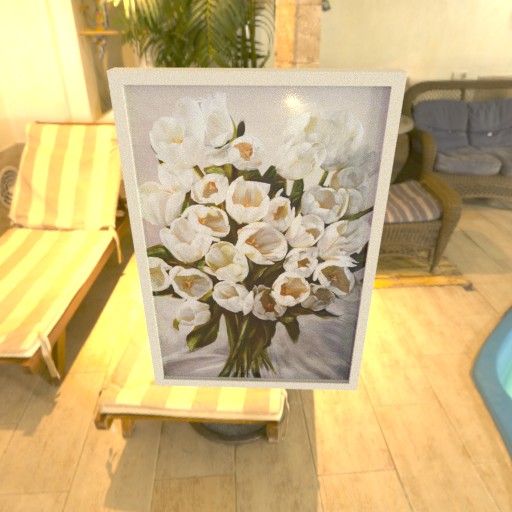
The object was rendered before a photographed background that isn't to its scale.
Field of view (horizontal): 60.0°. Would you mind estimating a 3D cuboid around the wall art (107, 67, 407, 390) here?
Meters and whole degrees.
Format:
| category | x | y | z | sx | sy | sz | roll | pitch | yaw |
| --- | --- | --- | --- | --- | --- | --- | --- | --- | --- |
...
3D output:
| category | x | y | z | sx | sy | sz | roll | pitch | yaw |
| --- | --- | --- | --- | --- | --- | --- | --- | --- | --- |
| wall art | 0.000 | 0.000 | 0.548 | 0.293 | 0.428 | 0.025 | 1 | 30 | 2 |
